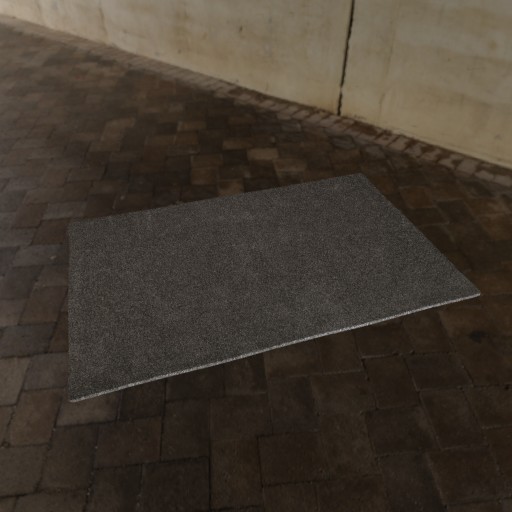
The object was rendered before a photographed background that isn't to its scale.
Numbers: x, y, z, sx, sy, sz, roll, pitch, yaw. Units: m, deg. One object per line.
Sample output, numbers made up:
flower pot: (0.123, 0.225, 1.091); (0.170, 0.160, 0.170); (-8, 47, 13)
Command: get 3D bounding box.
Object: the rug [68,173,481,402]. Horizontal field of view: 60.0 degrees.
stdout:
rug: (0.000, 0.000, 2.918); (2.350, 0.025, 1.502); (-12, 42, -14)
